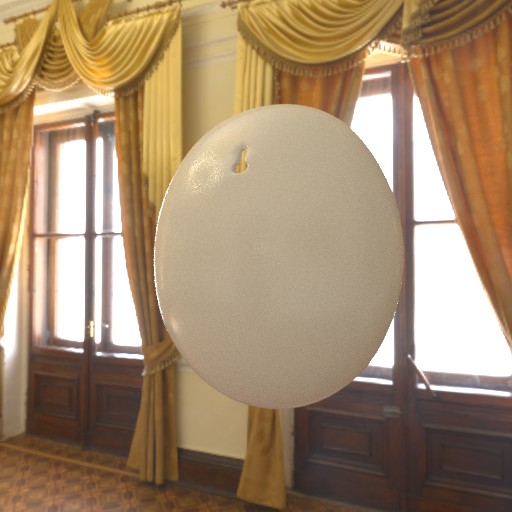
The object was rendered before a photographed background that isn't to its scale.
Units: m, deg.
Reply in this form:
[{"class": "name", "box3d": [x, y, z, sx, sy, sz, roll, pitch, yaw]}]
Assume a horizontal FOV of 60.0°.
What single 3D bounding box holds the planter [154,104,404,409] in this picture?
[{"class": "planter", "box3d": [0.000, 0.000, 0.279, 0.185, 0.188, 0.043, -1, -2, 36]}]
